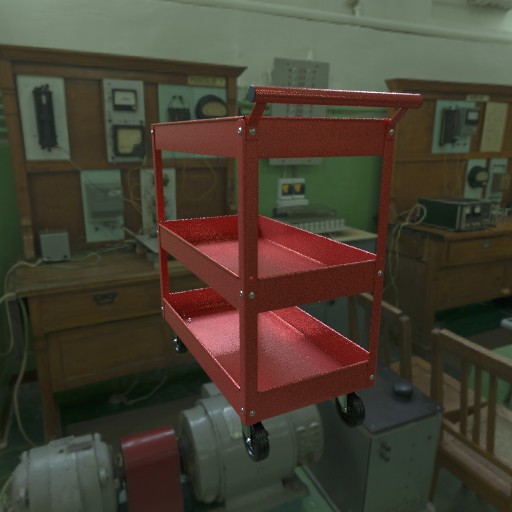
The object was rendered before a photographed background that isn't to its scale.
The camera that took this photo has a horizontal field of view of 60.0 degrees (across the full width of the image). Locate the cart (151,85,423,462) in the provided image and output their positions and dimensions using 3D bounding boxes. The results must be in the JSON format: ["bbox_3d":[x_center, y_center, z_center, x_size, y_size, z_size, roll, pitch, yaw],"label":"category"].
[{"bbox_3d":[0.000,0.000,1.189,0.366,0.780,0.719,-8,17,-26],"label":"cart"}]
